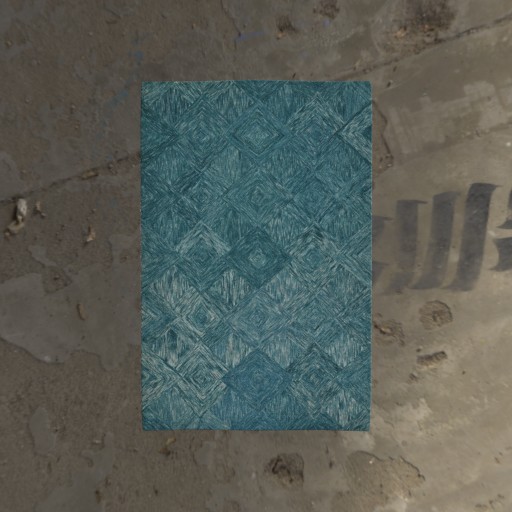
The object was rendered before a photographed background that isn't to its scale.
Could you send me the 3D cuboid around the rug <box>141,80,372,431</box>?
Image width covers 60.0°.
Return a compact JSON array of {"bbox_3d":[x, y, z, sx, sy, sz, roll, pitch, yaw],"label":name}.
[{"bbox_3d":[0.000,0.000,2.183,1.136,0.017,1.728,0,91,0],"label":"rug"}]
